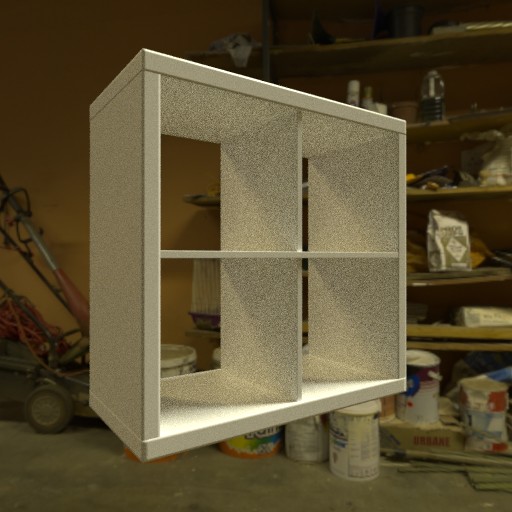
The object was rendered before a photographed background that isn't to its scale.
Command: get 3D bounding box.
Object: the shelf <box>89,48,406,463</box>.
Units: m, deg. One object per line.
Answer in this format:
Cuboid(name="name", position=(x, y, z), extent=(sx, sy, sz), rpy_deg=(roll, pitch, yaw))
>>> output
Cuboid(name="shelf", position=(0.000, 0.000, 1.224), extent=(0.790, 0.786, 0.390), rpy_deg=(0, 0, -35))
